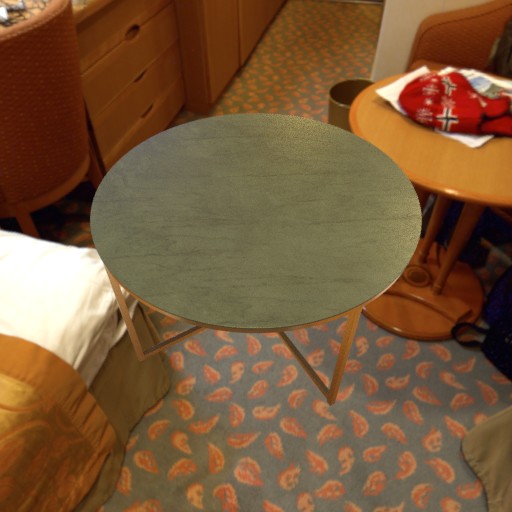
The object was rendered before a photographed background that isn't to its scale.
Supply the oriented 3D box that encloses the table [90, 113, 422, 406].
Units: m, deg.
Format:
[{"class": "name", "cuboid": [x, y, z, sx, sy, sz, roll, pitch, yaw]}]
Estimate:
[{"class": "table", "cuboid": [0.000, 0.000, 1.268, 0.800, 0.450, 0.800, 0, 46, 0]}]
